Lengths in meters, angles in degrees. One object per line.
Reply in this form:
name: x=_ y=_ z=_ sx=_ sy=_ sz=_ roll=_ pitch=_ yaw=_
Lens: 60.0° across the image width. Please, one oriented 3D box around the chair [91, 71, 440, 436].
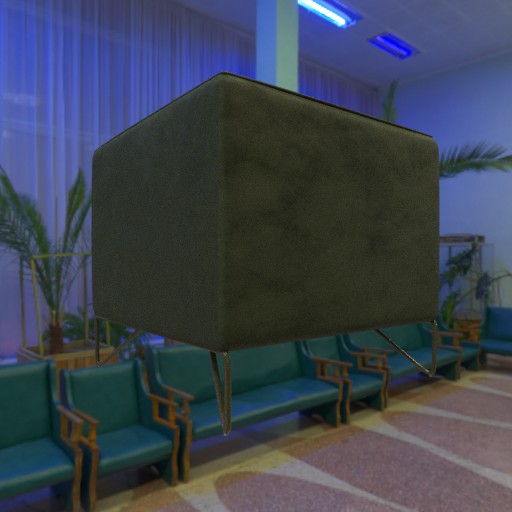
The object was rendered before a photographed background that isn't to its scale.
chair: x=0.000 y=0.000 z=1.536 sx=0.880 sy=0.790 sz=0.894 roll=1 pitch=-1 yaw=-38
